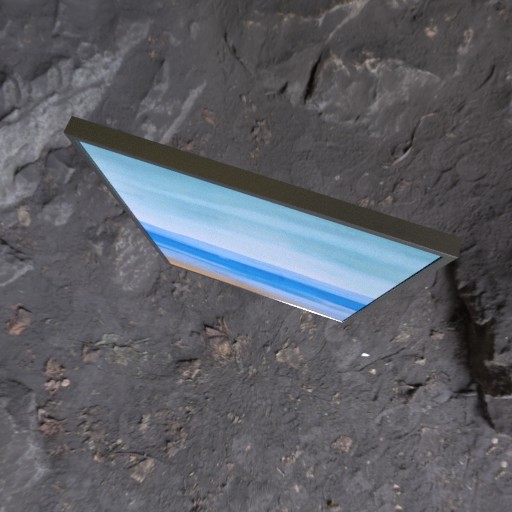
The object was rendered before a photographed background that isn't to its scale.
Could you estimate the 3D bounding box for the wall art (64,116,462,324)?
[{"bbox_3d":[0.000,0.000,1.371,0.803,1.062,0.041,18,75,5],"label":"wall art"}]
